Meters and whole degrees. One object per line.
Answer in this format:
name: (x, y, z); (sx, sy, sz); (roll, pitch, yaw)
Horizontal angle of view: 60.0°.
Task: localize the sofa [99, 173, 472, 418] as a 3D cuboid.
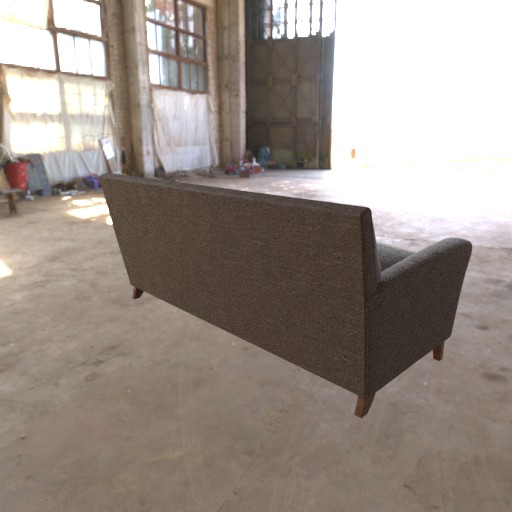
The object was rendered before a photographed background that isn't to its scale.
sofa: (0.000, 0.000, 2.465); (0.875, 0.846, 1.976); (-14, 21, -41)
